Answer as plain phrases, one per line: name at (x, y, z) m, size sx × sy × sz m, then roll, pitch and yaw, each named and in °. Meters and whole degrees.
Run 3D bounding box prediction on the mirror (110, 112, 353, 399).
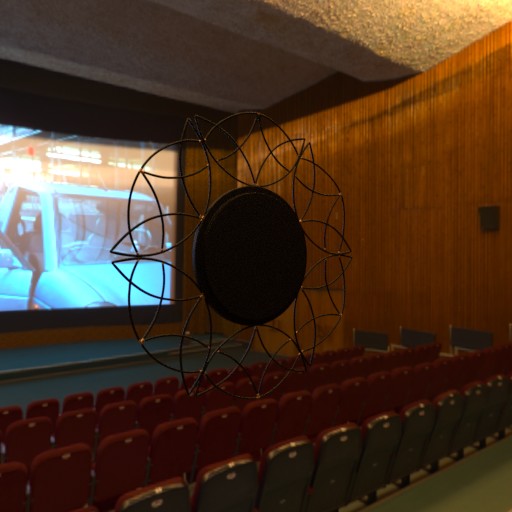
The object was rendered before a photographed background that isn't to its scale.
mirror at (0.000, 0.000, 1.207) m, size 0.797 × 0.775 × 0.028 m, roll 0°, pitch 1°, yaw -37°
